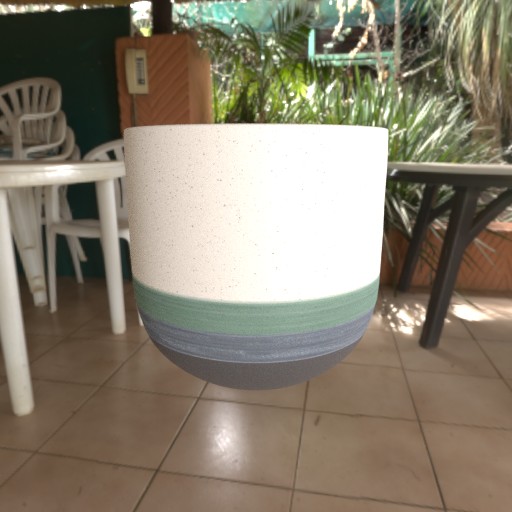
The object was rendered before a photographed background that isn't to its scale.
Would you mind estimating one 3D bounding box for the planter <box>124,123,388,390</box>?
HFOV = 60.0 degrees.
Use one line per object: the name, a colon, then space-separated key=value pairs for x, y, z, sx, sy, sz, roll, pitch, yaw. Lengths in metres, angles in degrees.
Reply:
planter: x=0.000 y=0.000 z=0.495 sx=0.268 sy=0.270 sz=0.268 roll=0 pitch=14 yaw=0
